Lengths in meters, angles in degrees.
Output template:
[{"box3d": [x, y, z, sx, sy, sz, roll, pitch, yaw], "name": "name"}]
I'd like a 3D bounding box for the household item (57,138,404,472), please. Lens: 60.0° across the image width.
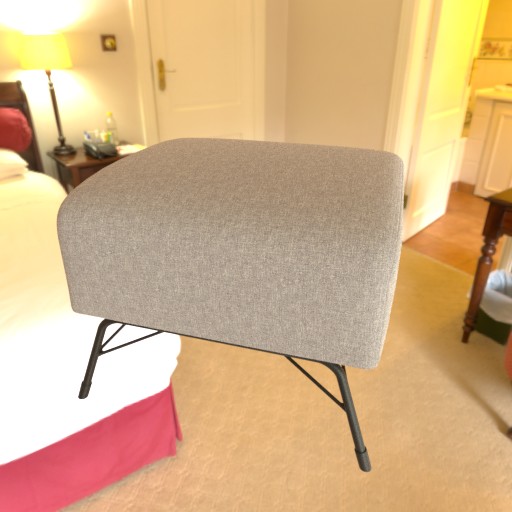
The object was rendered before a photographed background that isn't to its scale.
[{"box3d": [0.000, 0.000, 0.880, 0.530, 0.410, 0.530, 8, 28, 15], "name": "household item"}]
